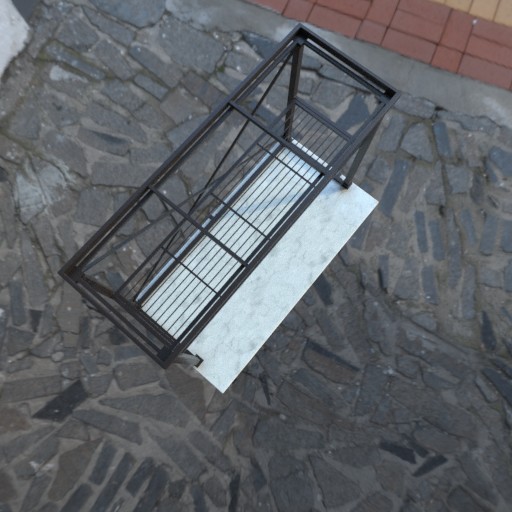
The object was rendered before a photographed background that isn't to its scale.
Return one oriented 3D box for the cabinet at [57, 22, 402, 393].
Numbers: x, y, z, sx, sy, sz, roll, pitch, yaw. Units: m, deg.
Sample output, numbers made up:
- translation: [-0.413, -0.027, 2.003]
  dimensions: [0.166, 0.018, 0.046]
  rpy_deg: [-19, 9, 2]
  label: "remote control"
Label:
- translation: [0.000, 0.000, 2.221]
  dimensions: [0.610, 1.659, 1.210]
  rpy_deg: [39, 79, 9]
  label: "cabinet"
